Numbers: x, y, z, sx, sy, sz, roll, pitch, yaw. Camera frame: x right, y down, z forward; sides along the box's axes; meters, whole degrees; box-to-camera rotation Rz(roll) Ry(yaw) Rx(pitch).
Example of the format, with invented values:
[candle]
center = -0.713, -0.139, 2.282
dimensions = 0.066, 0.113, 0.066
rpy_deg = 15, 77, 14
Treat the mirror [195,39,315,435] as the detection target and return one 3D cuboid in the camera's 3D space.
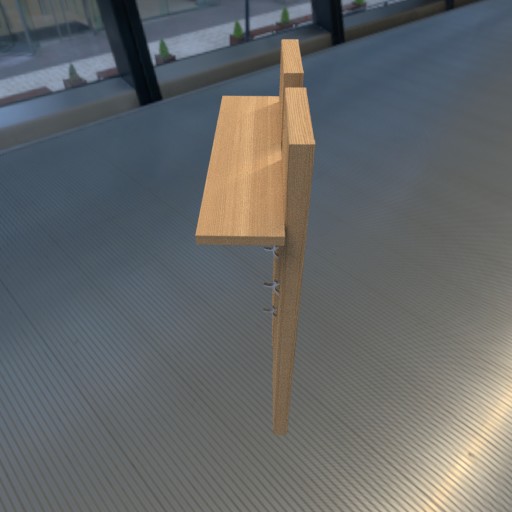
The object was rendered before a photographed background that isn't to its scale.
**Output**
[mirror]
center = 0.000, 0.000, 1.588
dimensions = 0.260, 1.250, 0.800
rpy_deg = 1, 42, 1
